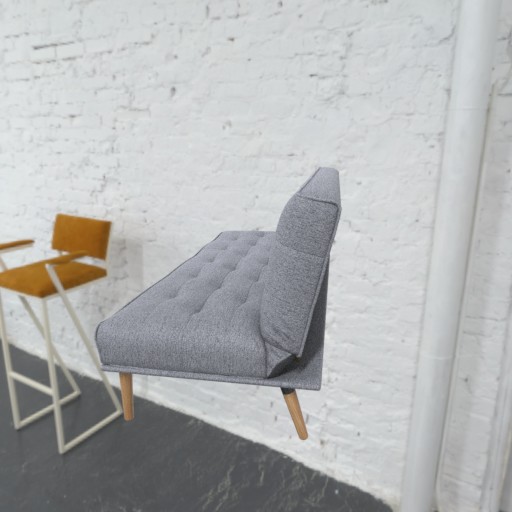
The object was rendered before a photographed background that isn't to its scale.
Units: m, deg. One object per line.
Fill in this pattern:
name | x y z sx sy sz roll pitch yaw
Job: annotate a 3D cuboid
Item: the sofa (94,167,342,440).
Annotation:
sofa | 0.000 0.000 2.263 0.810 0.830 1.820 2 14 10
